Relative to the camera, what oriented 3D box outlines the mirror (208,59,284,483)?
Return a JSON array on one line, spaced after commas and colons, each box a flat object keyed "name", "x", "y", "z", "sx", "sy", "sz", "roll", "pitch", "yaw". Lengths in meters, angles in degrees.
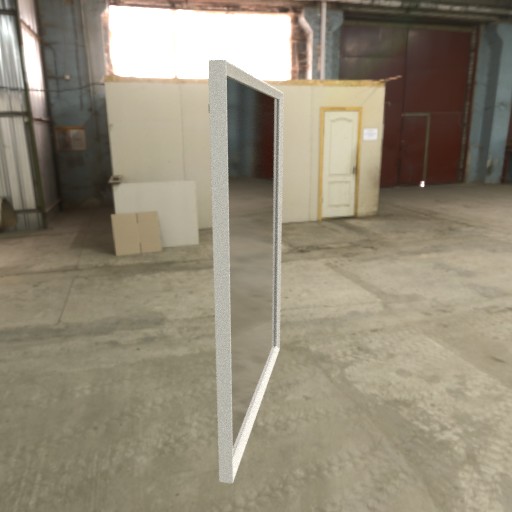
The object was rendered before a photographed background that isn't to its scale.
[{"name": "mirror", "x": 0.000, "y": 0.000, "z": 1.375, "sx": 0.041, "sy": 1.016, "sz": 0.762, "roll": 3, "pitch": 16, "yaw": 12}]
